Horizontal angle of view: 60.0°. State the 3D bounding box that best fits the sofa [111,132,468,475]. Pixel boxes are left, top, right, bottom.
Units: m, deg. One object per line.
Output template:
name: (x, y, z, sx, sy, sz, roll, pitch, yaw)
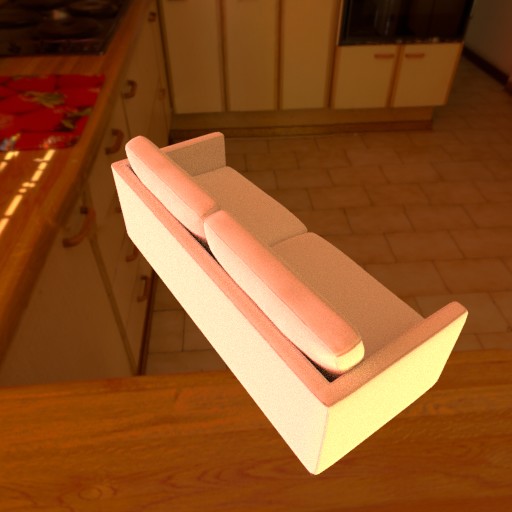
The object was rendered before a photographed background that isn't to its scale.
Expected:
sofa: (0.000, 0.000, 2.837, 0.951, 0.962, 2.361, -25, 47, -25)
